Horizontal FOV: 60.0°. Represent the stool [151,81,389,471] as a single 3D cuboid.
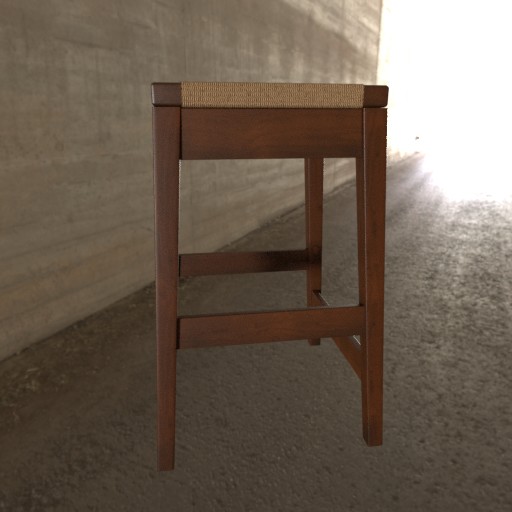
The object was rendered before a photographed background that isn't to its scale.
[{"bbox_3d":[0.000,0.000,1.087,0.497,0.762,0.507,-3,17,-9],"label":"stool"}]
